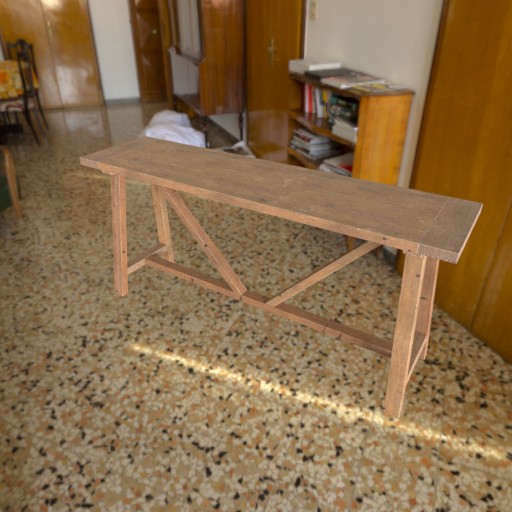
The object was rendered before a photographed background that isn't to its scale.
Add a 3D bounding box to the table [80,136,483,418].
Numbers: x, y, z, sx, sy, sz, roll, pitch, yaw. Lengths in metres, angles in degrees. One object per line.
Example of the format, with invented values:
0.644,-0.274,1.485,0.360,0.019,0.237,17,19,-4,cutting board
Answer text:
0.000,0.000,2.178,1.800,0.810,0.465,18,35,28,table
